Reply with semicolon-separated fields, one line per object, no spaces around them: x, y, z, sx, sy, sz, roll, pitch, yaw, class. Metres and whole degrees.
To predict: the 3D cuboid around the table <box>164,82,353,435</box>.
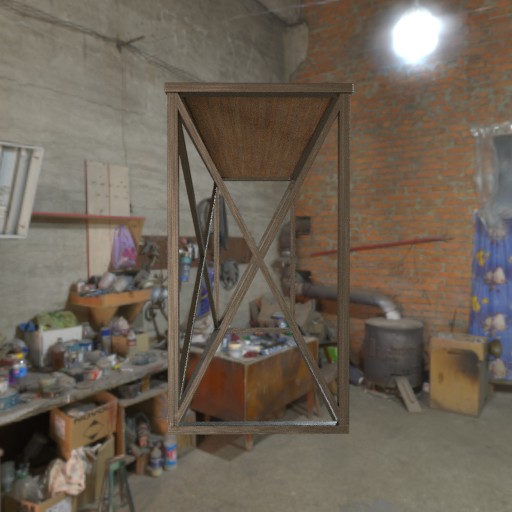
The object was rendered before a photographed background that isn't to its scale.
0.000;0.000;1.555;0.402;0.753;1.216;0;1;-1;table
